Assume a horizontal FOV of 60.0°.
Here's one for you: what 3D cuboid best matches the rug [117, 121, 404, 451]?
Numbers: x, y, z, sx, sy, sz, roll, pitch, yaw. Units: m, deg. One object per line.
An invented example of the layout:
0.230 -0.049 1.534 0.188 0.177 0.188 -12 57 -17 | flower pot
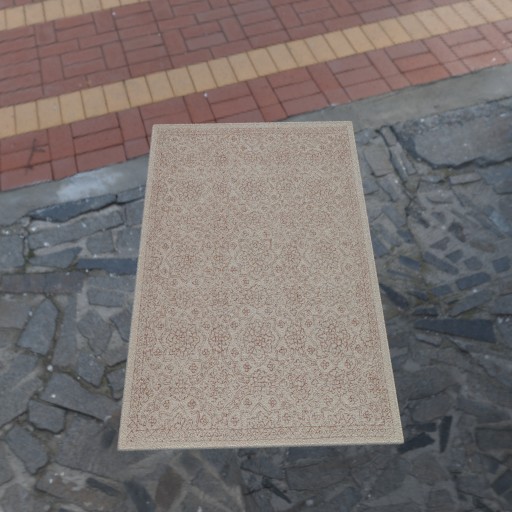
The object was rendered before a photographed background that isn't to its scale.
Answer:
0.000 0.000 2.297 1.219 0.010 1.829 -1 63 -1 | rug
